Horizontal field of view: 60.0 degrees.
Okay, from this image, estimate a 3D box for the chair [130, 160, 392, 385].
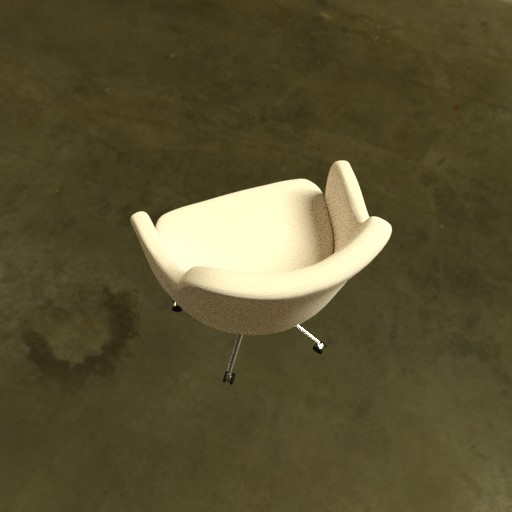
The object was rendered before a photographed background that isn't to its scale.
[{"bbox_3d":[0.000,0.000,1.262,0.602,0.819,0.647,-16,61,-9],"label":"chair"}]
